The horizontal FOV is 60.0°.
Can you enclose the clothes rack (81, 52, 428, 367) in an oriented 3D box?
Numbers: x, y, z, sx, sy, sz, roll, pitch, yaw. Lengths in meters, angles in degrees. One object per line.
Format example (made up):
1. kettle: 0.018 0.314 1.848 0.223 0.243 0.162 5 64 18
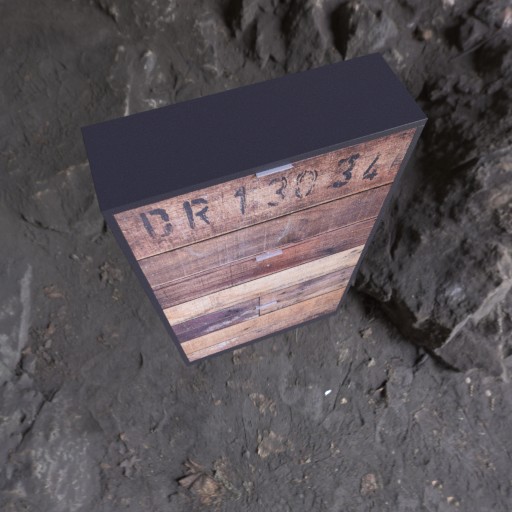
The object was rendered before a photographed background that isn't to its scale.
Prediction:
1. clothes rack: 0.000 0.000 1.569 0.750 1.280 0.250 -18 64 -9
